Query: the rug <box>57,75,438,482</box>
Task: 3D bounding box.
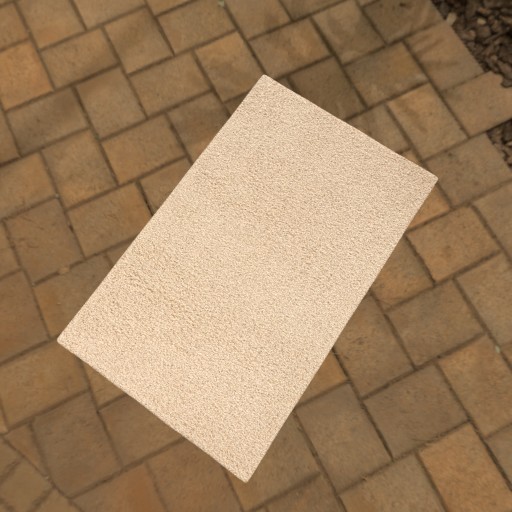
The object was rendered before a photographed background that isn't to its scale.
[{"bbox_3d":[0.000,0.000,3.056,1.524,0.030,2.438,34,78,8],"label":"rug"}]
